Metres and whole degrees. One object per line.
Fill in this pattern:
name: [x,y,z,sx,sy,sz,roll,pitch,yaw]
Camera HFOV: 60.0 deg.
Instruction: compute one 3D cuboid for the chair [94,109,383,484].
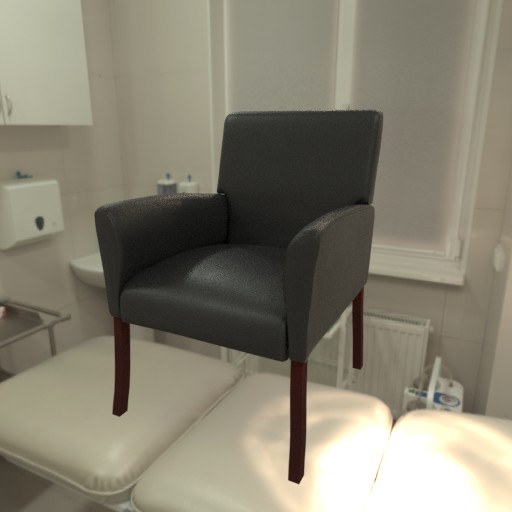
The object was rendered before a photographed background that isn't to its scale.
chair: [0.000,0.000,1.489,0.683,0.951,0.772,8,18,26]
